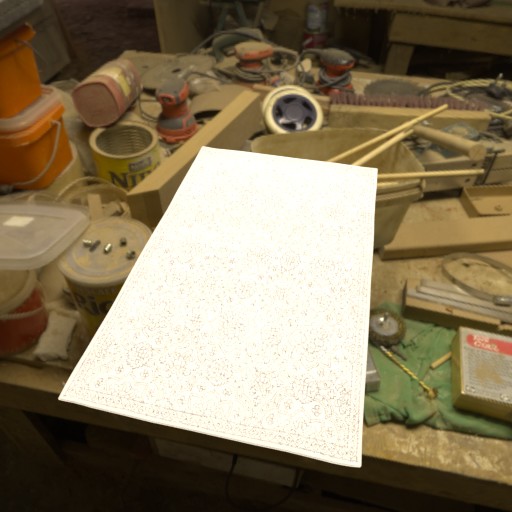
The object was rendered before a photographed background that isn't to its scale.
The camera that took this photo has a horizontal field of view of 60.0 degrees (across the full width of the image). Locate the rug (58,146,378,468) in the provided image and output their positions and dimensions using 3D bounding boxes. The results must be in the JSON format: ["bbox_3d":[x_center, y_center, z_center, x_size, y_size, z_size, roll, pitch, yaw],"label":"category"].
[{"bbox_3d":[0.000,0.000,2.950,1.518,0.023,2.434,9,46,9],"label":"rug"}]
